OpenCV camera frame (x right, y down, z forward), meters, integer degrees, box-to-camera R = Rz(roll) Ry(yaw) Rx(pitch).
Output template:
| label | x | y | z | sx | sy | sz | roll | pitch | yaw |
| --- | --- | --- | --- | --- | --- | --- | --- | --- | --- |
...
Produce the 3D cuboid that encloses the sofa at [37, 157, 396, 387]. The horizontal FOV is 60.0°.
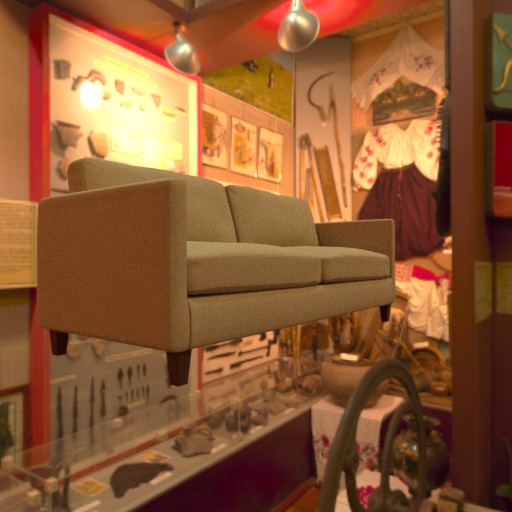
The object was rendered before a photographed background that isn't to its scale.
| label | x | y | z | sx | sy | sz | roll | pitch | yaw |
| --- | --- | --- | --- | --- | --- | --- | --- | --- | --- |
| sofa | 0.000 | 0.000 | 2.632 | 0.948 | 0.932 | 2.181 | 0 | 0 | 37 |
